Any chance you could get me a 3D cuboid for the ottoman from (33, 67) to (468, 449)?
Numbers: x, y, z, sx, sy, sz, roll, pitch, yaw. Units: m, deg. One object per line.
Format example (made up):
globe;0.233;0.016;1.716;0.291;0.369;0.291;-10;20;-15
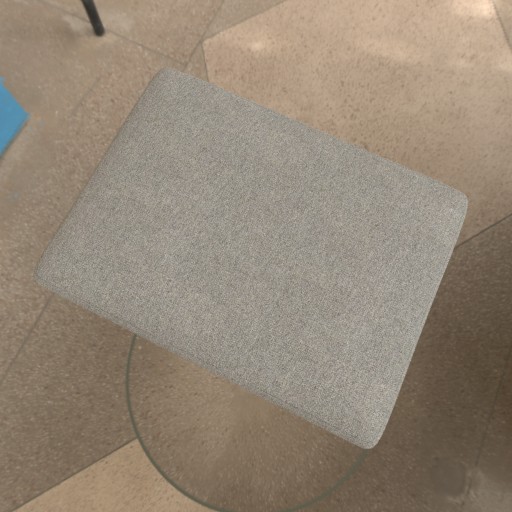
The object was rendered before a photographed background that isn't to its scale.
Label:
ottoman;0.000;0.000;1.148;0.821;0.441;0.611;25;77;6
